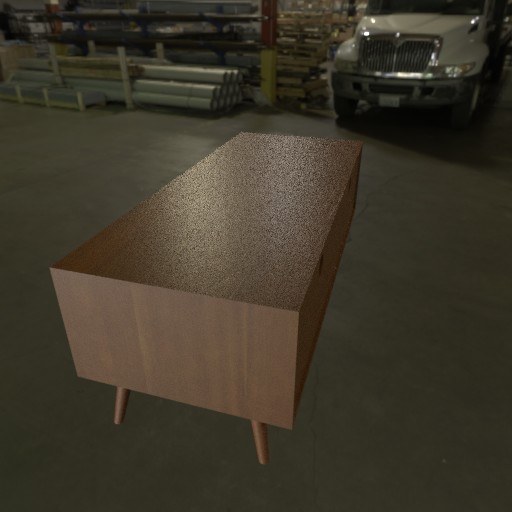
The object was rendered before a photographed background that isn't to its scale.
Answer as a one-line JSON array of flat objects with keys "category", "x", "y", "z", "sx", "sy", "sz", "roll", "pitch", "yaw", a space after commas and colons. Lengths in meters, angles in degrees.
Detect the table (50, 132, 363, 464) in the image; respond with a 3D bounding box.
[{"category": "table", "x": 0.000, "y": 0.000, "z": 1.355, "sx": 0.490, "sy": 0.464, "sz": 1.119, "roll": 8, "pitch": 30, "yaw": 15}]
